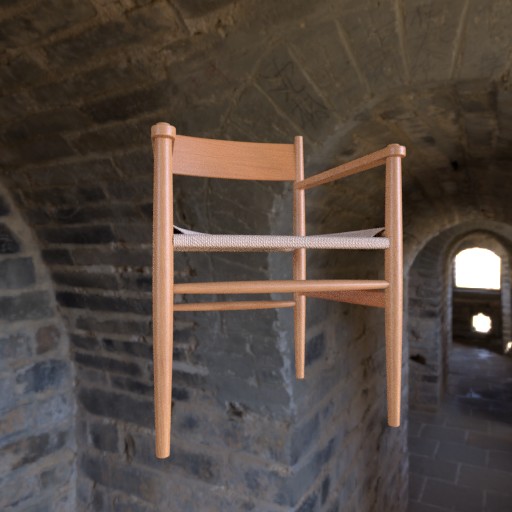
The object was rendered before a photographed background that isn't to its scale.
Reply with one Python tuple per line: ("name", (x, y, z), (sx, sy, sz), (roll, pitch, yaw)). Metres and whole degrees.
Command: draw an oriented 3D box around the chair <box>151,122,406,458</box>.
("chair", (0.000, 0.000, 1.131), (0.556, 0.762, 0.495), (0, 0, -18))
